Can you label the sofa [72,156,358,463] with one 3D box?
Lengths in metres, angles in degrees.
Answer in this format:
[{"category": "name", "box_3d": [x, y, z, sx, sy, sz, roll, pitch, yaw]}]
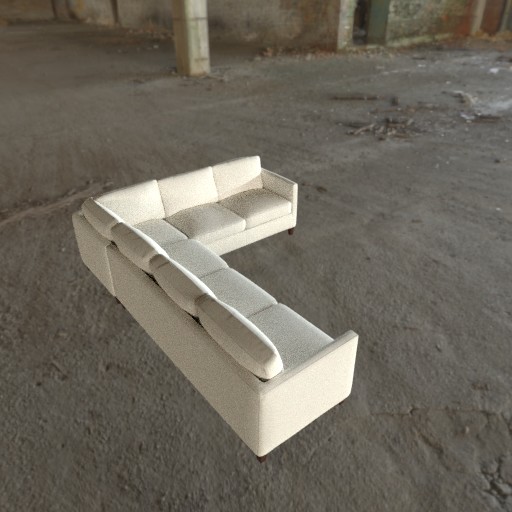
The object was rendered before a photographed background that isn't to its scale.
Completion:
[{"category": "sofa", "box_3d": [0.000, 0.000, 4.542, 2.593, 0.947, 3.302, -22, 38, -32]}]
